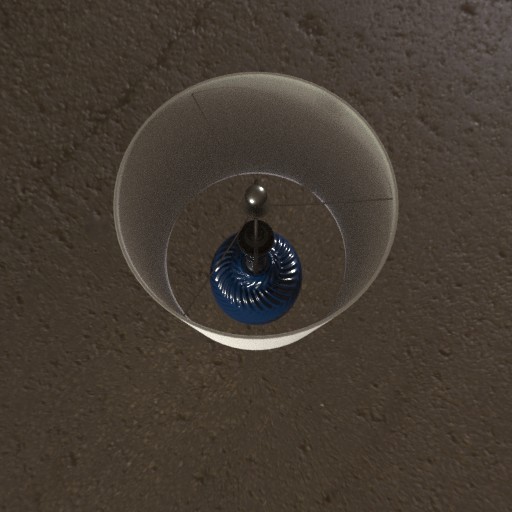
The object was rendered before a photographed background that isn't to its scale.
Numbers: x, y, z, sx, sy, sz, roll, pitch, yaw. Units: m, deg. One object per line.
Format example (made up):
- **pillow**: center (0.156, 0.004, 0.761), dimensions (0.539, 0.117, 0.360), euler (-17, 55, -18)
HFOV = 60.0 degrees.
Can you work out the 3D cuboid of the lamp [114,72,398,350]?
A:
- **lamp**: center (0.000, 0.000, 0.489), dimensions (0.203, 0.368, 0.203), euler (0, 76, 0)
